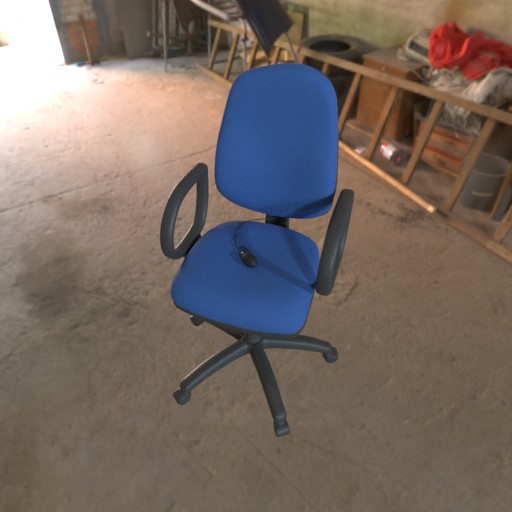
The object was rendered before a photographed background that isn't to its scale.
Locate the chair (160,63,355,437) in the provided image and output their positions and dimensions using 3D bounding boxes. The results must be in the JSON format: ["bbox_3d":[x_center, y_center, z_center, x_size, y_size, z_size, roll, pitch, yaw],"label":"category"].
[{"bbox_3d":[0.000,0.000,1.244,0.552,0.905,0.549,13,43,14],"label":"chair"}]
